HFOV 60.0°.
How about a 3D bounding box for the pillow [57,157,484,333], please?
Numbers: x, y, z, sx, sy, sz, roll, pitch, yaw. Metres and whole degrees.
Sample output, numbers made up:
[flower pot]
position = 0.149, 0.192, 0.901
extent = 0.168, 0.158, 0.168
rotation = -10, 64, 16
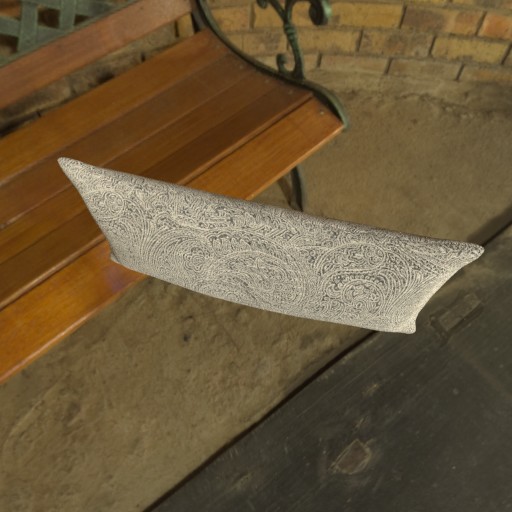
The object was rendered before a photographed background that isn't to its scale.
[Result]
[pillow]
position = 0.000, 0.000, 0.741
extent = 0.615, 0.295, 0.151
rotation = 13, 59, 8
